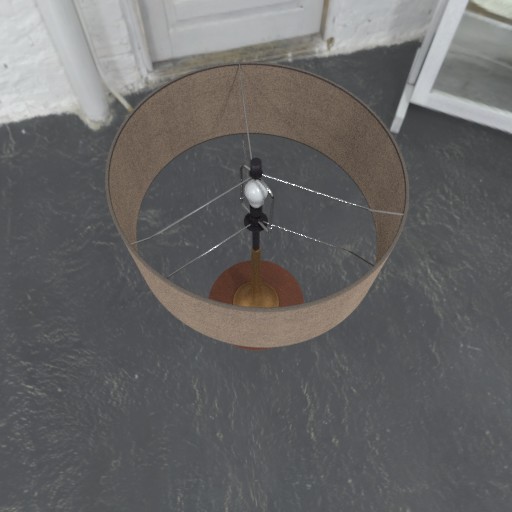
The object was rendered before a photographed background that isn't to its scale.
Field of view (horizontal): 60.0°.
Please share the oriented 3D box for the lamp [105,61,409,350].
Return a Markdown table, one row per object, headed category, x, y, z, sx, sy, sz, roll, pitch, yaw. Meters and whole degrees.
| category | x | y | z | sx | sy | sz | roll | pitch | yaw |
| --- | --- | --- | --- | --- | --- | --- | --- | --- | --- |
| lamp | 0.000 | 0.000 | 0.832 | 0.396 | 0.551 | 0.417 | -36 | 68 | -16 |
